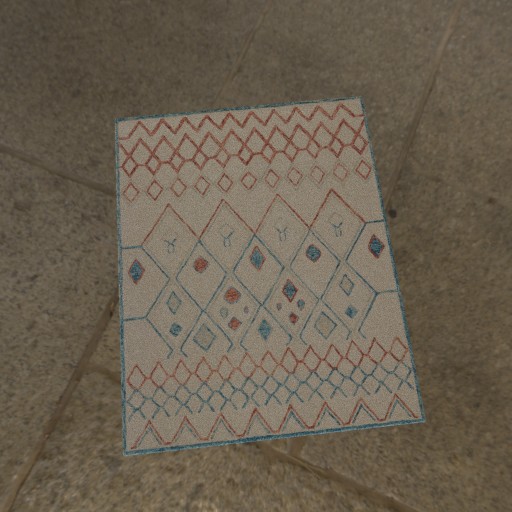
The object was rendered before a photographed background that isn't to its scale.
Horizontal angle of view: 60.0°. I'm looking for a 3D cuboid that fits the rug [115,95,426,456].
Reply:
[{"bbox_3d":[0.000,0.000,3.949,2.441,0.016,3.050,-6,75,-2],"label":"rug"}]
